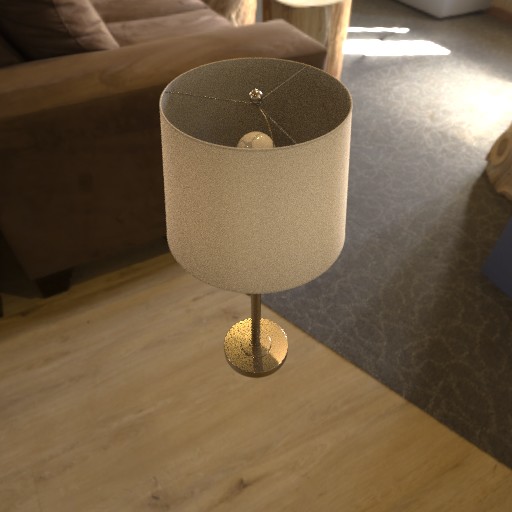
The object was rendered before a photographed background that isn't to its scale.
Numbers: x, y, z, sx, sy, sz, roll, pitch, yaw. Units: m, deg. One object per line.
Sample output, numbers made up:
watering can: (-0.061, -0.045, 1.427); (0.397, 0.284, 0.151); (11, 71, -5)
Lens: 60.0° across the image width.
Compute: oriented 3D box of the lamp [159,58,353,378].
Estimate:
lamp: (0.000, 0.000, 0.896); (0.333, 0.696, 0.333); (0, 46, 0)
